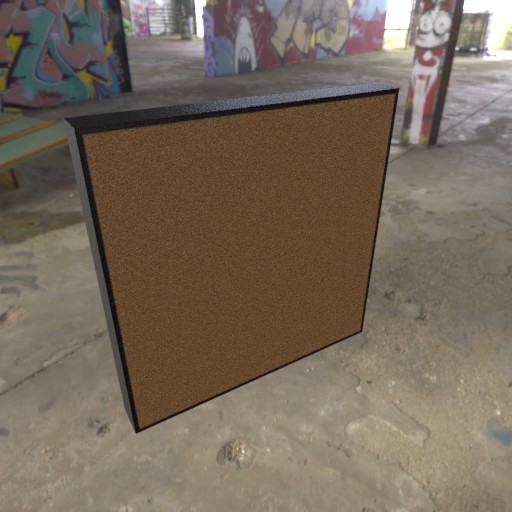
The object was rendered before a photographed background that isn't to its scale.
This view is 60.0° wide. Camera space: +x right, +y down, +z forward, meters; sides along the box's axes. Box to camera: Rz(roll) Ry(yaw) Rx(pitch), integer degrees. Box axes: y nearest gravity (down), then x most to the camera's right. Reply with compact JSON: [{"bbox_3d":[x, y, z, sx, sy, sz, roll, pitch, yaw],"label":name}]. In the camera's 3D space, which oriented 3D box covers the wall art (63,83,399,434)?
[{"bbox_3d":[0.000,0.000,0.451,0.304,0.303,0.037,-17,34,-27],"label":"wall art"}]
